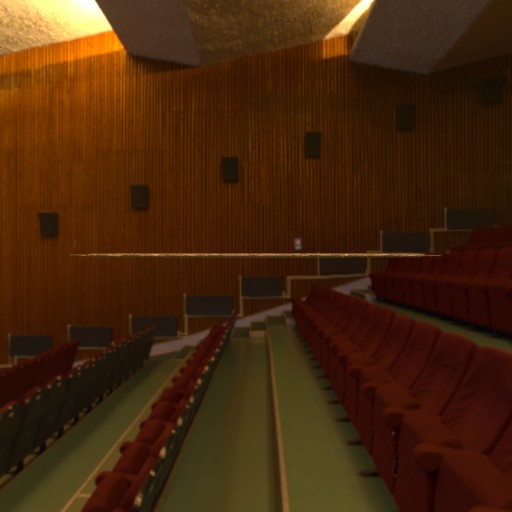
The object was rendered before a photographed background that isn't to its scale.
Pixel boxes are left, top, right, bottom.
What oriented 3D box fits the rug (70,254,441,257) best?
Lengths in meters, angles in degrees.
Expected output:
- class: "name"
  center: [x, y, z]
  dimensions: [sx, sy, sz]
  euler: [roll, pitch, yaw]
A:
- class: "rug"
  center: [0.000, 0.000, 3.132]
  dimensions: [1.619, 0.023, 2.465]
  euler: [0, 0, 0]
